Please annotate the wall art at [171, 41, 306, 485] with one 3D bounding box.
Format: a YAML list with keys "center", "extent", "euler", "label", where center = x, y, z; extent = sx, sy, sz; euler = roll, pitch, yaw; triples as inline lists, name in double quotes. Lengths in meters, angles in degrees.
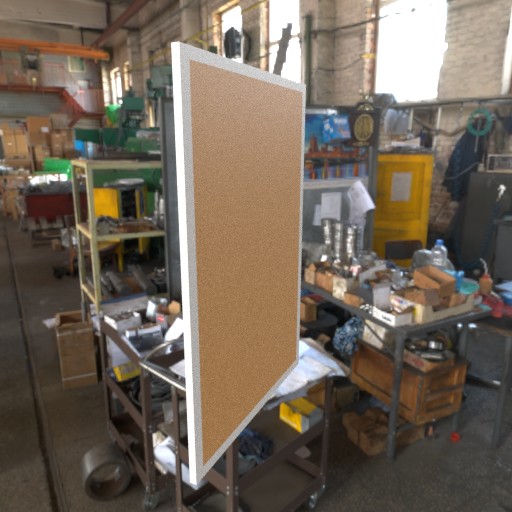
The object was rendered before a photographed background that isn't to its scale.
- center: [0.000, 0.000, 0.834]
  extent: [0.013, 0.656, 0.456]
  euler: [7, 16, 26]
  label: "wall art"
